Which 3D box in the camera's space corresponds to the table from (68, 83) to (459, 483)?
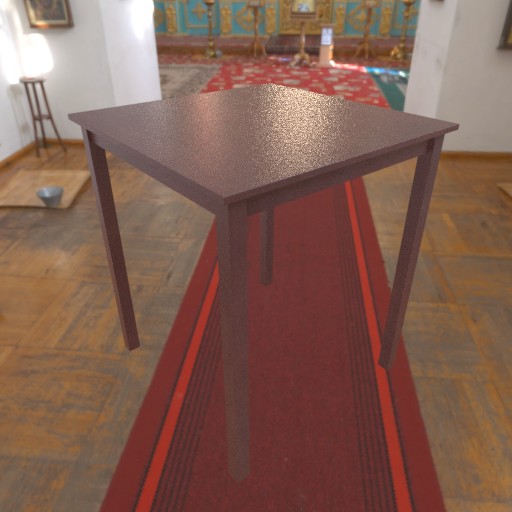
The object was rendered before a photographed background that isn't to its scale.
[{"bbox_3d":[0.000,0.000,1.626,0.861,0.991,0.861,-23,38,-33],"label":"table"}]
